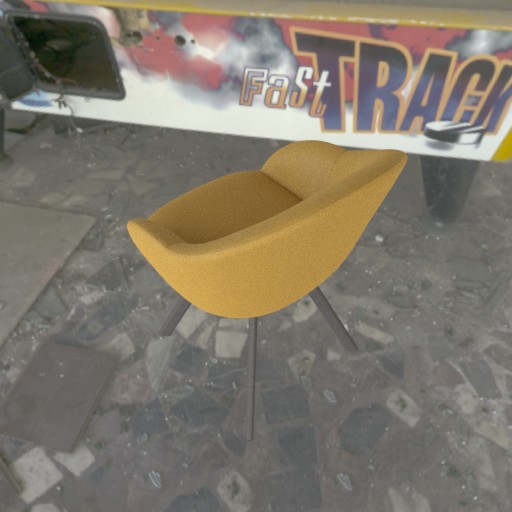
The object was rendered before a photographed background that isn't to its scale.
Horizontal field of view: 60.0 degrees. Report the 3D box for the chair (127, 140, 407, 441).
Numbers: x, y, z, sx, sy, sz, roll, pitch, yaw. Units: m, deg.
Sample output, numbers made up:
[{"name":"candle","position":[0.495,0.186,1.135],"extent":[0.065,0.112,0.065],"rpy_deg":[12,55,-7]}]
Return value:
[{"name":"chair","position":[0.000,0.000,1.179],"extent":[0.551,0.793,0.583],"rpy_deg":[-31,53,-27]}]
